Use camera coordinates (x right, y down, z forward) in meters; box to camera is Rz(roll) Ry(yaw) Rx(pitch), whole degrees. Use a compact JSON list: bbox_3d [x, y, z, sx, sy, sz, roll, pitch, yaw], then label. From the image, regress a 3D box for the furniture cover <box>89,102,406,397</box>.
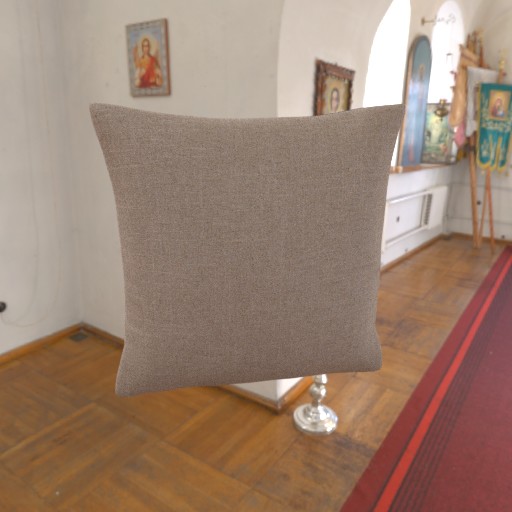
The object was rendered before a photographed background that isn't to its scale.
[{"bbox_3d":[0.000,0.000,0.767,0.511,0.503,0.162,-3,17,-10],"label":"furniture cover"}]
